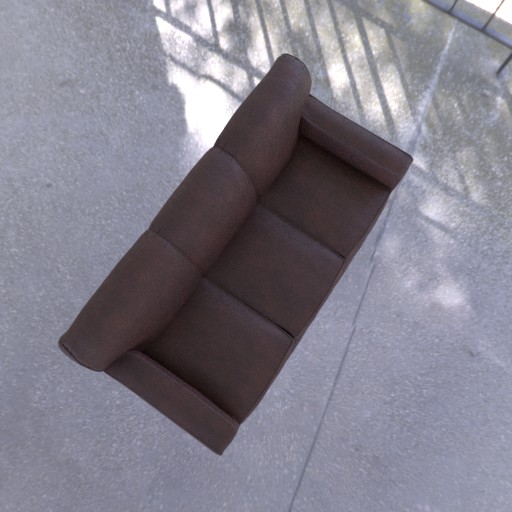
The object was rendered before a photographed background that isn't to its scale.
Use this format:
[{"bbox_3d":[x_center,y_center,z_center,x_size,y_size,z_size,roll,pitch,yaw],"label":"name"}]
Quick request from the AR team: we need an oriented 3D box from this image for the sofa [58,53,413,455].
[{"bbox_3d":[0.000,0.000,2.661,1.008,0.953,2.039,33,78,8],"label":"sofa"}]
